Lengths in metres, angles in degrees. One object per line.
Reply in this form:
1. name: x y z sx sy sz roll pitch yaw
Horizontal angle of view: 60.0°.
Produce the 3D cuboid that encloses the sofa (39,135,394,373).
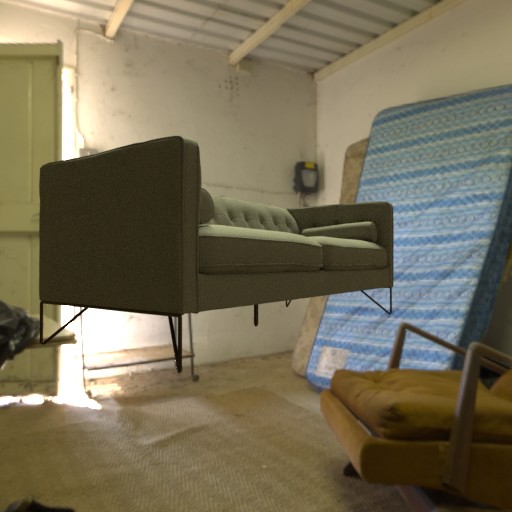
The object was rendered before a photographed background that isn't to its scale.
1. sofa: 0.000 0.000 2.528 0.912 0.798 2.079 -1 -1 36
